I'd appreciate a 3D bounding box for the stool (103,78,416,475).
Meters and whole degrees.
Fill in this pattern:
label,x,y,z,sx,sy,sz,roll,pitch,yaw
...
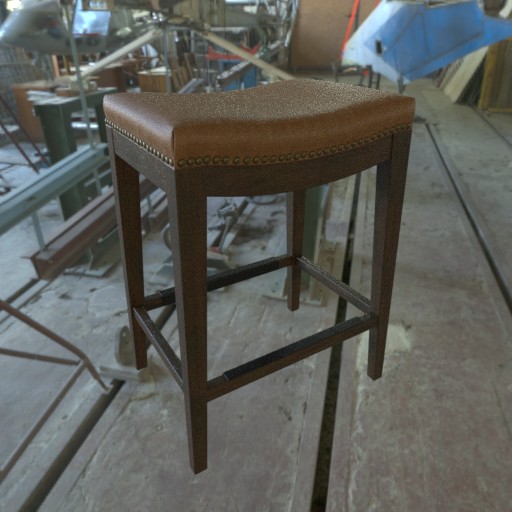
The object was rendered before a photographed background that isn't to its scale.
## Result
label,x,y,z,sx,sy,sz,roll,pitch,yaw
stool,0.000,0.000,0.946,0.500,0.660,0.361,-16,32,-28
